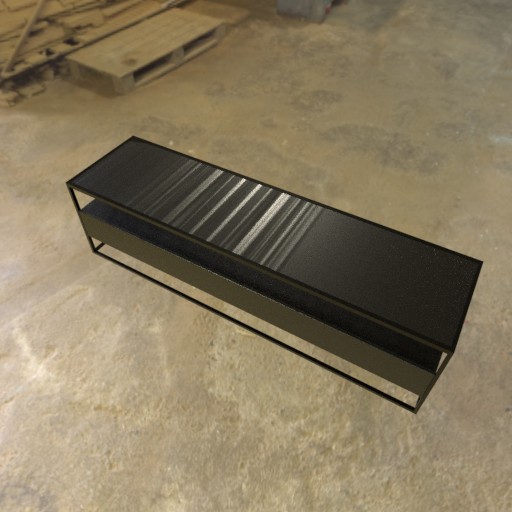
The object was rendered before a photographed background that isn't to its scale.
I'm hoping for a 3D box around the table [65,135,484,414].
[{"bbox_3d":[0.000,0.000,1.726,1.486,0.395,0.399,23,51,20],"label":"table"}]
